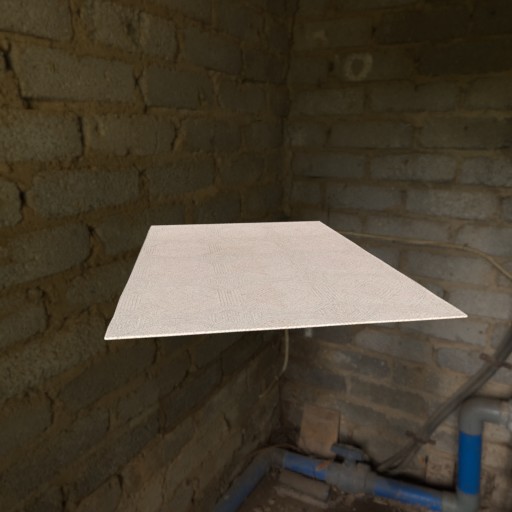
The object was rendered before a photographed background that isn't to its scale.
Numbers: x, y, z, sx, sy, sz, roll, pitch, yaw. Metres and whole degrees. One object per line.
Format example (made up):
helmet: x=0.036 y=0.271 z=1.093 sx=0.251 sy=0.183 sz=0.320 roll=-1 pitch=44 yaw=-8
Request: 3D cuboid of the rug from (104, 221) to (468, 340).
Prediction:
rug: x=0.000 y=0.000 z=2.340 sx=1.236 sy=0.009 sz=1.839 roll=-2 pitch=15 yaw=-8
